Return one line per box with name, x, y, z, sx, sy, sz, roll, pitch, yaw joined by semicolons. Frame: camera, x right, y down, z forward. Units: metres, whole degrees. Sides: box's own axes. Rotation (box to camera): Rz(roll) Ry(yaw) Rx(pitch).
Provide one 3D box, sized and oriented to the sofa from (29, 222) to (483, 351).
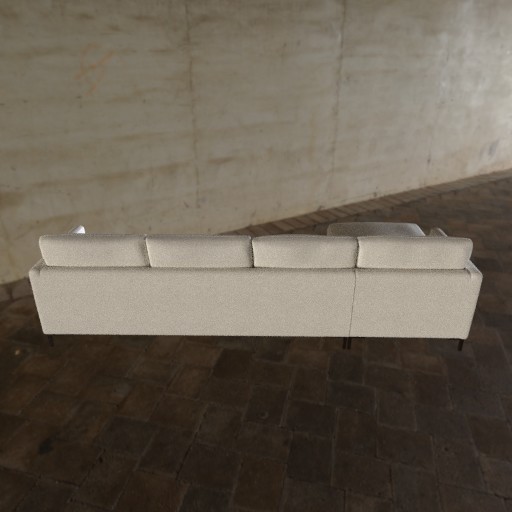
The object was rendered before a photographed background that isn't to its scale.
sofa;0.000;0.000;3.772;3.186;0.875;1.467;0;26;1
